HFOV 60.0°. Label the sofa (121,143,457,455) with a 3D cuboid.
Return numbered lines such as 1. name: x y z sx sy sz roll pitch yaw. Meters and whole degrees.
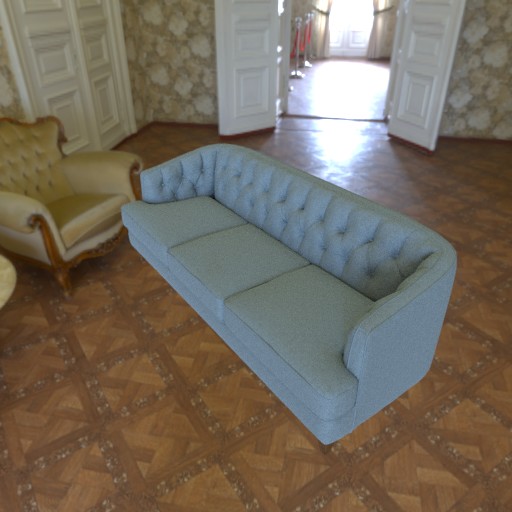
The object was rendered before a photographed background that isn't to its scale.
1. sofa: 0.000 0.000 2.762 0.941 0.855 2.278 -20 36 -30
